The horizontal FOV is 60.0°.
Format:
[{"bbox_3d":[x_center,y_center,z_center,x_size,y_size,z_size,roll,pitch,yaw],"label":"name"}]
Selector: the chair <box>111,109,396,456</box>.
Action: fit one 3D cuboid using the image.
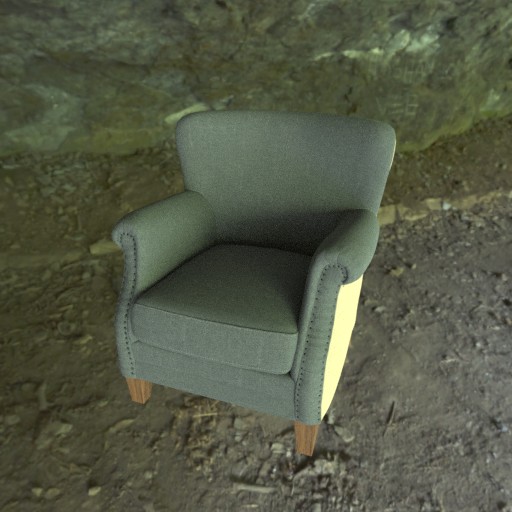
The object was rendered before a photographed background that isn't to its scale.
[{"bbox_3d":[0.000,0.000,1.642,0.861,0.936,0.921,9,27,18],"label":"chair"}]
